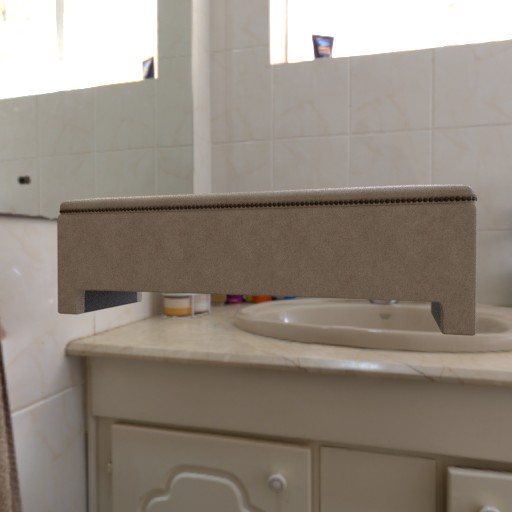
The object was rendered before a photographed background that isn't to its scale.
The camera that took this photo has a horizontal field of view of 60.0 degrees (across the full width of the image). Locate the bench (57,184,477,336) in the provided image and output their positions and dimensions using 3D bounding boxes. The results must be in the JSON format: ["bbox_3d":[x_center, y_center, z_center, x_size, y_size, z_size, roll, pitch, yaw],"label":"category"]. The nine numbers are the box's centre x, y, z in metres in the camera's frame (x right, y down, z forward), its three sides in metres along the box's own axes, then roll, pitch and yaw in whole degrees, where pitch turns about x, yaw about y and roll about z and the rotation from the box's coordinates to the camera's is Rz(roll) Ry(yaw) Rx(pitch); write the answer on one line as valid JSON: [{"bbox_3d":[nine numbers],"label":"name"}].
[{"bbox_3d":[0.000,0.000,1.702,1.482,0.447,0.470,0,1,18],"label":"bench"}]
